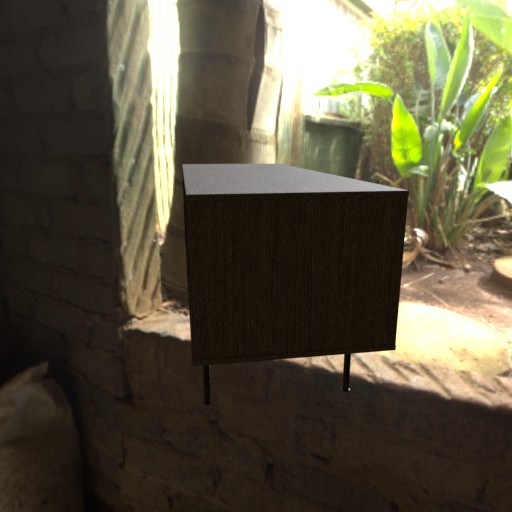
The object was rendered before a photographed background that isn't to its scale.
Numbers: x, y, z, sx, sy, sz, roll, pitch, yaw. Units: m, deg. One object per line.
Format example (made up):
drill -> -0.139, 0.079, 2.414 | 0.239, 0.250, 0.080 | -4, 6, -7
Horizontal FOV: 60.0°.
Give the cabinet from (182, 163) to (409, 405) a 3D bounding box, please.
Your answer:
cabinet -> 0.000, 0.000, 1.613 | 0.500, 0.599, 1.300 | -2, 15, -9
